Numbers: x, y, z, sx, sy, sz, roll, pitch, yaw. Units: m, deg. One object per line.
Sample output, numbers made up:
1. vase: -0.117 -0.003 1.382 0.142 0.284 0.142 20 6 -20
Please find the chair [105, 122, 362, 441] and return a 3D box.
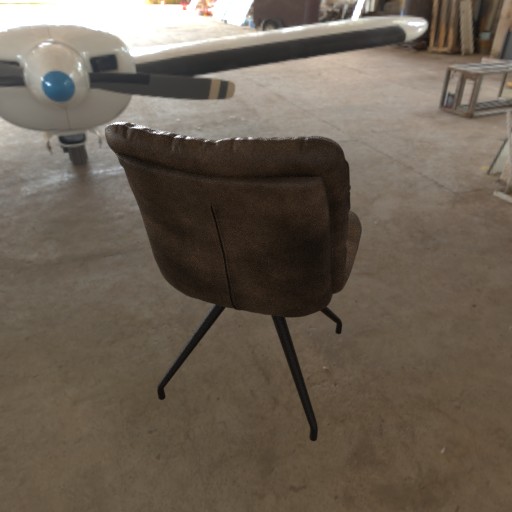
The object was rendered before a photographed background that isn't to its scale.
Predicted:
1. chair: 0.000 0.000 1.264 0.549 0.870 0.622 10 33 15
